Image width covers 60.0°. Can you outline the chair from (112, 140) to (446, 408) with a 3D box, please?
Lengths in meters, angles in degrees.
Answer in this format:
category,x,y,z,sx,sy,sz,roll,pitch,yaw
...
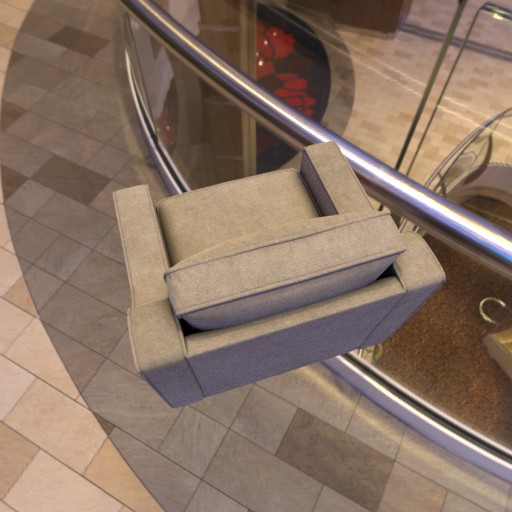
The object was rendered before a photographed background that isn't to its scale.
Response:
category,x,y,z,sx,sy,sz,roll,pitch,yaw
chair,0.000,0.000,1.690,0.926,0.944,0.840,-15,60,-9
